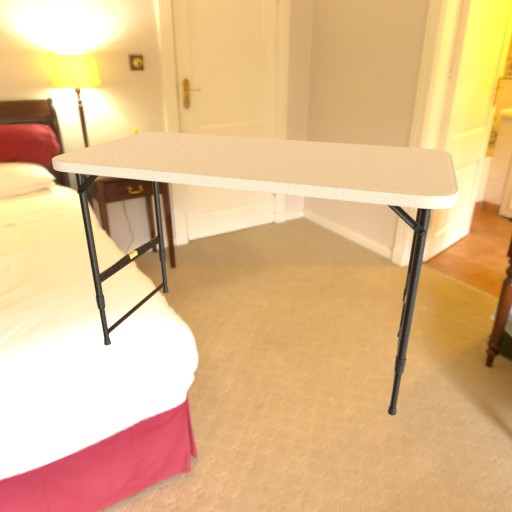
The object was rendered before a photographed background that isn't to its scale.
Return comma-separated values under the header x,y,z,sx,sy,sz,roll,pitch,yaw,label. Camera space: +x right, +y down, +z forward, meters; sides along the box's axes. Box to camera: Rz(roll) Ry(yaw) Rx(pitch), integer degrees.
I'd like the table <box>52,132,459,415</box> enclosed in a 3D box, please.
x,y,z,sx,sy,sz,roll,pitch,yaw,label
0.000,0.000,1.613,1.219,0.737,0.610,9,26,18,table
